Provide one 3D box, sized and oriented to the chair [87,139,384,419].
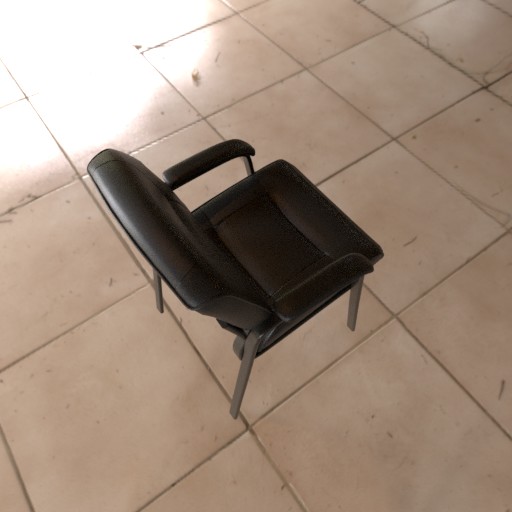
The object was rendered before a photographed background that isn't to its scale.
[{"bbox_3d":[0.000,0.000,1.352,0.668,0.910,0.591,-33,64,-18],"label":"chair"}]
